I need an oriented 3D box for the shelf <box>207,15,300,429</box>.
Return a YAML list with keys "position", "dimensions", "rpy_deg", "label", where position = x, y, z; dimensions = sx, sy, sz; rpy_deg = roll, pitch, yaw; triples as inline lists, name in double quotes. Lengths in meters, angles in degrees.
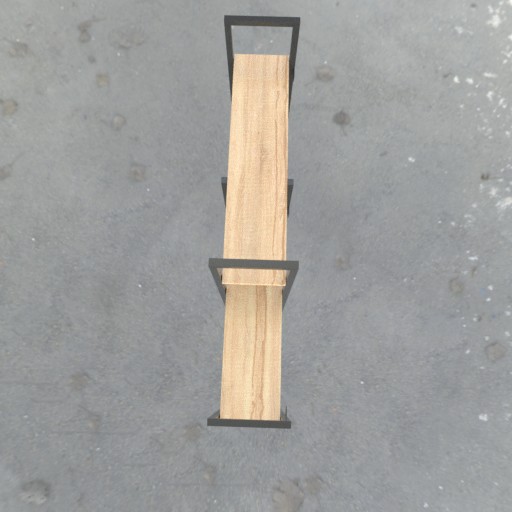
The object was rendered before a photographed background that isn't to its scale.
- position: [0.000, 0.000, 1.379]
  dimensions: [0.183, 0.921, 0.946]
  rpy_deg: [2, 74, 0]
  label: "shelf"
